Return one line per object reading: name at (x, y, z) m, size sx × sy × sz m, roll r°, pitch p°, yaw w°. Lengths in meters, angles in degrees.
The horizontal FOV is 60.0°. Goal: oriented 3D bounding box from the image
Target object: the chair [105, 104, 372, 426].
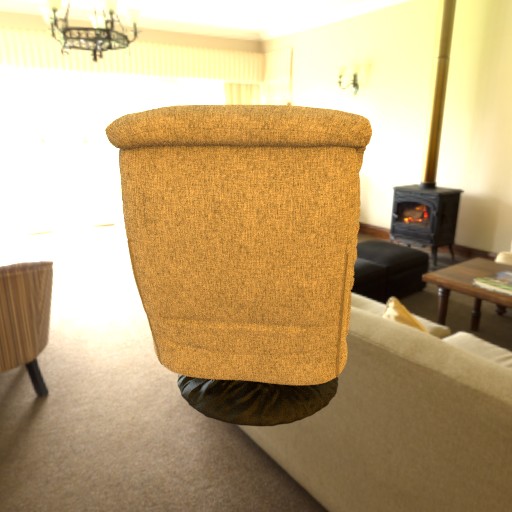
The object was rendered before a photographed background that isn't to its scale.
chair at (0.000, 0.000, 0.960) m, size 0.400 × 0.600 × 0.583 m, roll 2°, pitch 16°, yaw 7°
